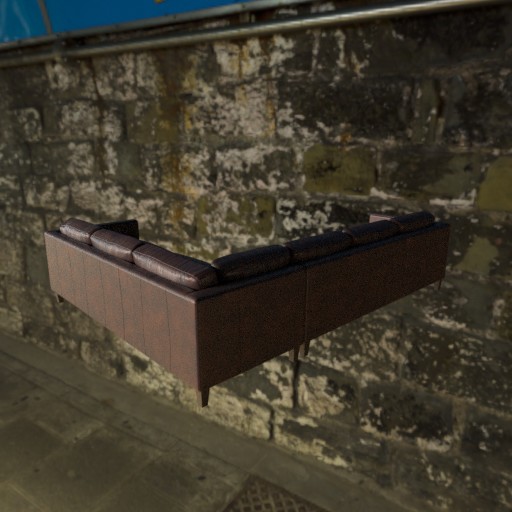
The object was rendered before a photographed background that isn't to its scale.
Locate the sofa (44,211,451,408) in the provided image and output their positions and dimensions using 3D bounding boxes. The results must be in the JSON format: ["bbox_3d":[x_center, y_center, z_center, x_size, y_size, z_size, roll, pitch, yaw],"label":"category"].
[{"bbox_3d":[0.000,0.000,4.369,3.152,0.836,2.438,-14,21,-41],"label":"sofa"}]
